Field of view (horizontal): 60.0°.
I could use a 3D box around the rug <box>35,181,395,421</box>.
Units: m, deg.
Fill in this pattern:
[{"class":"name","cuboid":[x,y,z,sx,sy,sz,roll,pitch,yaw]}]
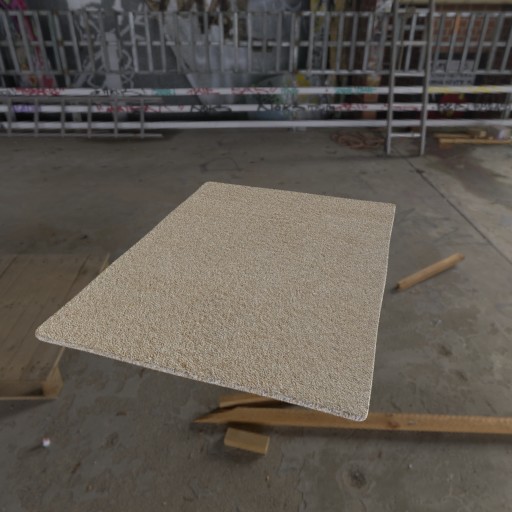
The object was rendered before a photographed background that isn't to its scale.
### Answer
[{"class":"rug","cuboid":[0.000,0.000,2.106,1.200,0.027,1.600,9,32,15]}]
